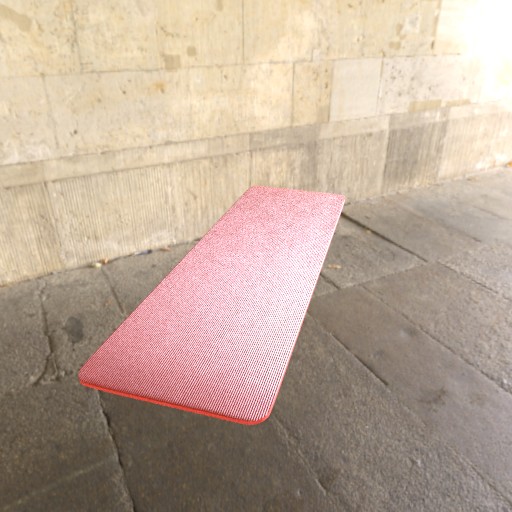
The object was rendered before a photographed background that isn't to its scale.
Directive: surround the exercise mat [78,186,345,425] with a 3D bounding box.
[{"bbox_3d":[0.000,0.000,2.061,0.616,0.021,1.869,8,29,15],"label":"exercise mat"}]
